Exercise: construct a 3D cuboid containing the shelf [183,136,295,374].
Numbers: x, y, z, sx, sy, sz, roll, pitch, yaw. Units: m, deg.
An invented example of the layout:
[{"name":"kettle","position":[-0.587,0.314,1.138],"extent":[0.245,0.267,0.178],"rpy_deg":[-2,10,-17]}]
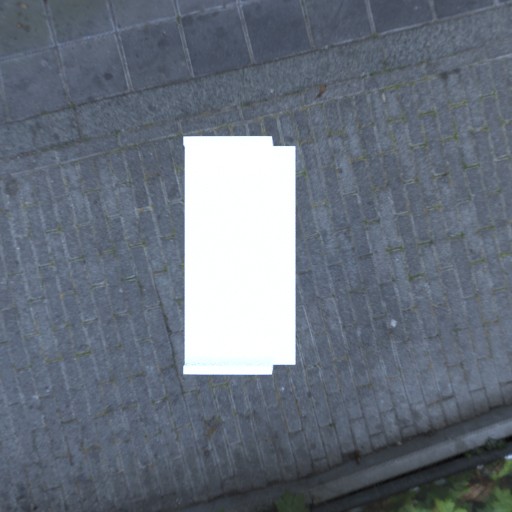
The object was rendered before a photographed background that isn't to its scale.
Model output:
[{"name":"shelf","position":[0.000,0.000,2.161],"extent":[0.381,1.892,0.660],"rpy_deg":[0,90,1]}]
